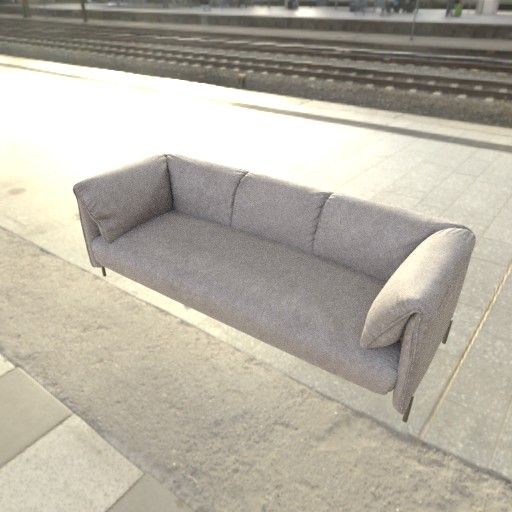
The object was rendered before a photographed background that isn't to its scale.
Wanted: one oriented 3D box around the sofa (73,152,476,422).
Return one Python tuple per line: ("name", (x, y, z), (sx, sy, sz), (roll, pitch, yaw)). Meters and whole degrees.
("sofa", (0.000, 0.000, 2.686), (2.238, 0.758, 0.899), (20, 36, 29))
